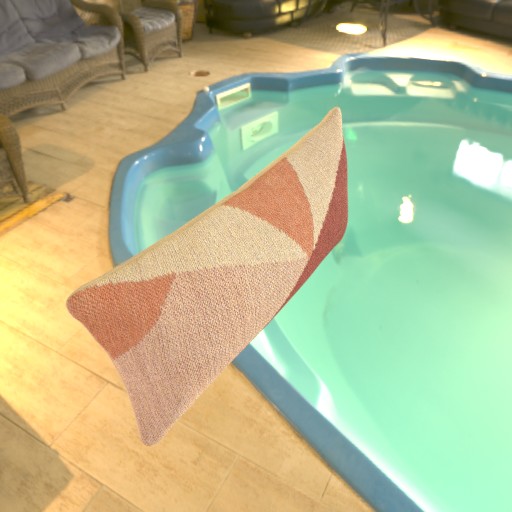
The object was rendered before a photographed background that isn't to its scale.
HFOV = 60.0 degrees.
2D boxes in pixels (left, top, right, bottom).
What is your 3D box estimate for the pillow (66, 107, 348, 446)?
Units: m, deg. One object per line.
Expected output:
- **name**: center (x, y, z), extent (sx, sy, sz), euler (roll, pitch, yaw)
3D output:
- **pillow**: center (0.000, 0.000, 0.721), extent (0.155, 0.292, 0.609), euler (25, 46, 26)
